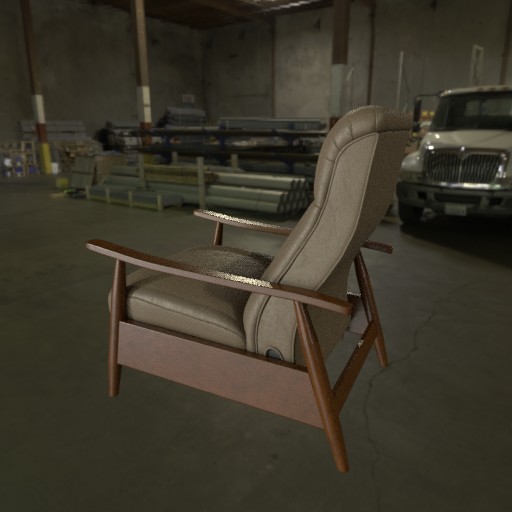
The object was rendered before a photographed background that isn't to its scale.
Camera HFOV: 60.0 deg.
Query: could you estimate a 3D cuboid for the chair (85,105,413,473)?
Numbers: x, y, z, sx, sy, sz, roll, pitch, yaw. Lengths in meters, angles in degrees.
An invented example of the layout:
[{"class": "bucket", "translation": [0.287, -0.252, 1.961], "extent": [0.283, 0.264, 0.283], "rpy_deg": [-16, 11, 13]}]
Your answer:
[{"class": "chair", "translation": [0.000, 0.000, 1.734], "extent": [1.014, 1.082, 0.762], "rpy_deg": [8, 18, 24]}]
